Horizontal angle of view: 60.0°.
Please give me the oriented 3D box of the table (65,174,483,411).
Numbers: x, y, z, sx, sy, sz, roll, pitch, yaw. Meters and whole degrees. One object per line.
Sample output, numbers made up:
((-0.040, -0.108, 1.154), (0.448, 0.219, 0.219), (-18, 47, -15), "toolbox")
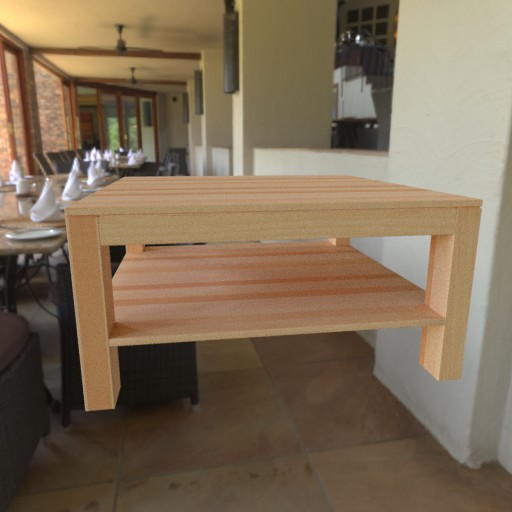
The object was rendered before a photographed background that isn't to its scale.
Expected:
((0.000, 0.000, 1.421), (0.900, 0.450, 0.900), (-2, 14, -9), "table")
